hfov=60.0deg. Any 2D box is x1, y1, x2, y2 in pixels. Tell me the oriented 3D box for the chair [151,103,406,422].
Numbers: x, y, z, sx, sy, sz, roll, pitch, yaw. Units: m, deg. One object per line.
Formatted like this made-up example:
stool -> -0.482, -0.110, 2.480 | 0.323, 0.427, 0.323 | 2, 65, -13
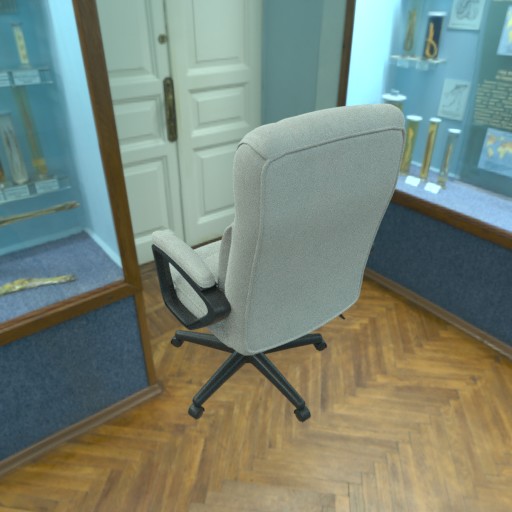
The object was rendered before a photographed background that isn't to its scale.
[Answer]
chair -> 0.000, 0.000, 1.537 | 0.667, 1.105, 0.724 | -20, 36, -30
